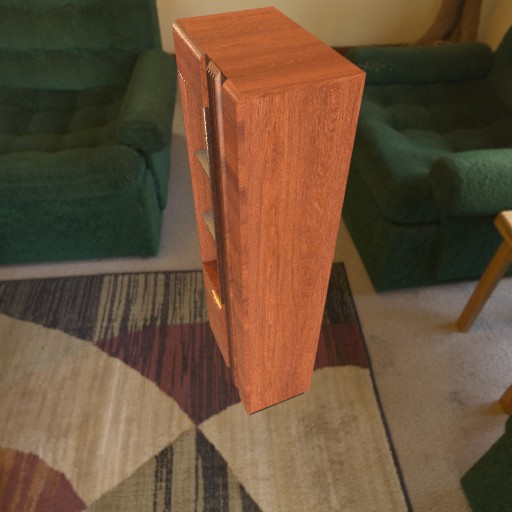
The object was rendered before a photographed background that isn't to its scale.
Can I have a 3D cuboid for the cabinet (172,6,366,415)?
[{"bbox_3d":[0.000,0.000,2.156,0.420,1.980,0.660,-17,48,-16],"label":"cabinet"}]
